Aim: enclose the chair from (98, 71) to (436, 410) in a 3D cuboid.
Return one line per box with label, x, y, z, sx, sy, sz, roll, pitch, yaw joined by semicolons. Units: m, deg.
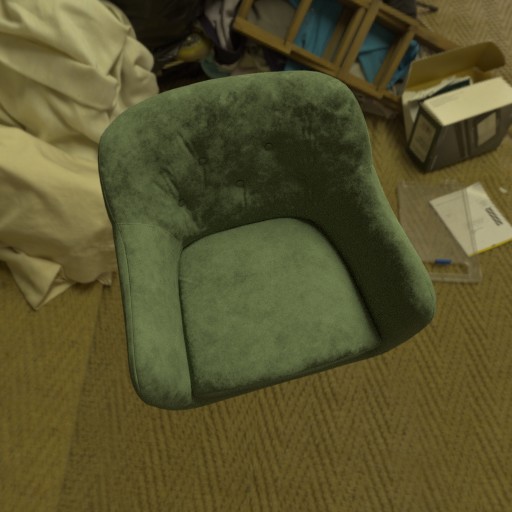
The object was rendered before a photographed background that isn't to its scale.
chair;0.000;0.000;1.463;0.840;0.804;0.819;-14;64;-7
